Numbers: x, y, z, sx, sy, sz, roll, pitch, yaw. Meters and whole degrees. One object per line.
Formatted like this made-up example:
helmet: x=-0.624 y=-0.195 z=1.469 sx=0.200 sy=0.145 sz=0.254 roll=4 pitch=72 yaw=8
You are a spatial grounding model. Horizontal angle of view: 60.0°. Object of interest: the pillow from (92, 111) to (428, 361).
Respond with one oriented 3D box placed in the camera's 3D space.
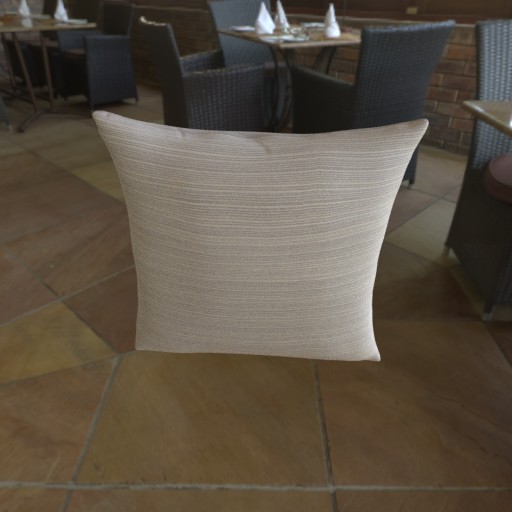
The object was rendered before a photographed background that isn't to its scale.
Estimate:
pillow: x=0.000 y=0.000 z=0.793 sx=0.512 sy=0.497 sz=0.204 roll=2 pitch=32 yaw=3
